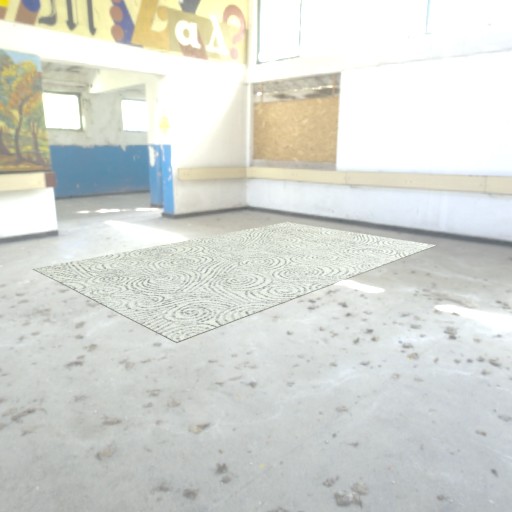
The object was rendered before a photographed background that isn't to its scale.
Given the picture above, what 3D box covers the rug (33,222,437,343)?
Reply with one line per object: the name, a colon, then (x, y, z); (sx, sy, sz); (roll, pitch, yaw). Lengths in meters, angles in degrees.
rug: (0.000, 0.000, 3.098); (1.524, 0.005, 2.439); (13, 19, 43)
